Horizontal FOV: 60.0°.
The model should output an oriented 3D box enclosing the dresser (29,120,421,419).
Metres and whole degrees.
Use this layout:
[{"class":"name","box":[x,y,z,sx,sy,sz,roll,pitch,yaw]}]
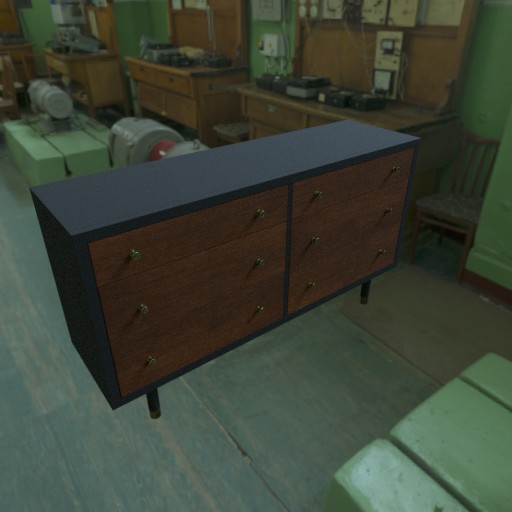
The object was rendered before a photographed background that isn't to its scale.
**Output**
[{"class":"dresser","box":[0.000,0.000,1.954,1.558,0.872,0.463,-21,36,-32]}]
